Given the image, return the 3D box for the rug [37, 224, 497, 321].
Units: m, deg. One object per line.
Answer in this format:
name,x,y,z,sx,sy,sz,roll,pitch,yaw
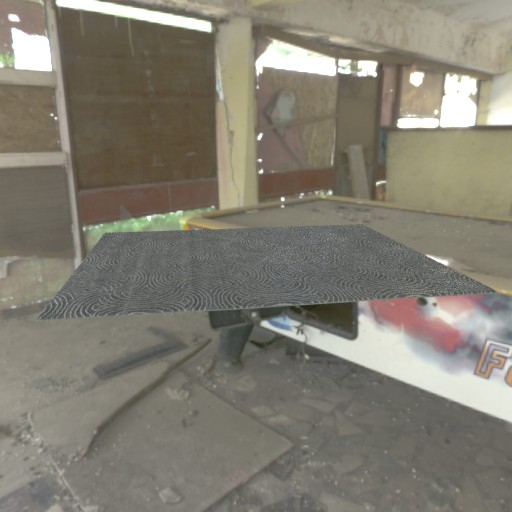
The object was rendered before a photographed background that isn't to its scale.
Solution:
rug,0.000,0.000,4.041,3.042,0.021,2.456,-2,15,-9
